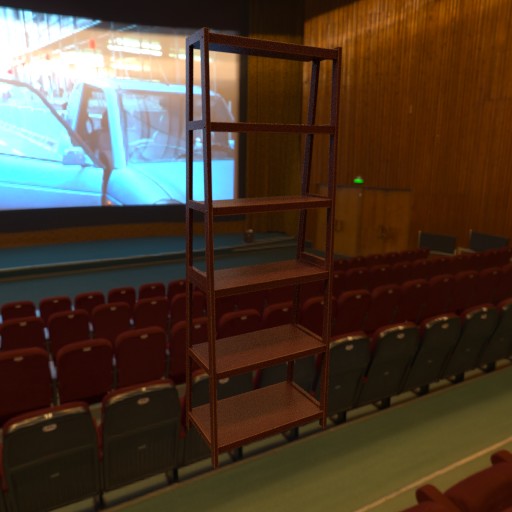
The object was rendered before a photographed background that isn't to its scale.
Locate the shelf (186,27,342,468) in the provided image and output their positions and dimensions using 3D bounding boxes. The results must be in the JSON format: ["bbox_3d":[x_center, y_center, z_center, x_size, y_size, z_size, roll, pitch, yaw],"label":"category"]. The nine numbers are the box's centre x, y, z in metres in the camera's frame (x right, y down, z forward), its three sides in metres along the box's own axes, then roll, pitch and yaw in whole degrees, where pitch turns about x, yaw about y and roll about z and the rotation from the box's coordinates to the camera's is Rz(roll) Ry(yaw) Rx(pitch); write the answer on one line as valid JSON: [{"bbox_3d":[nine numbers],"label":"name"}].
[{"bbox_3d":[0.000,0.000,2.174,0.660,1.892,0.381,-7,15,-28],"label":"shelf"}]
